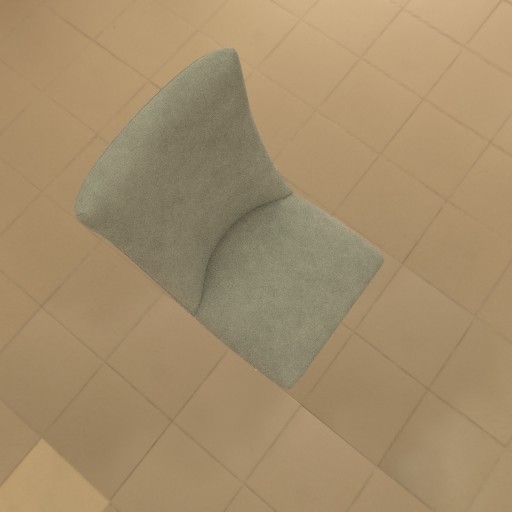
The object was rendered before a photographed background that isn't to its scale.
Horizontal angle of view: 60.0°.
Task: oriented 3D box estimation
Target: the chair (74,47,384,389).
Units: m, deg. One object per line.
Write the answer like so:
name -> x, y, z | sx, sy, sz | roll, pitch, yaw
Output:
chair -> 0.000, 0.000, 1.263 | 0.610, 0.902, 0.495 | 37, 79, 9
